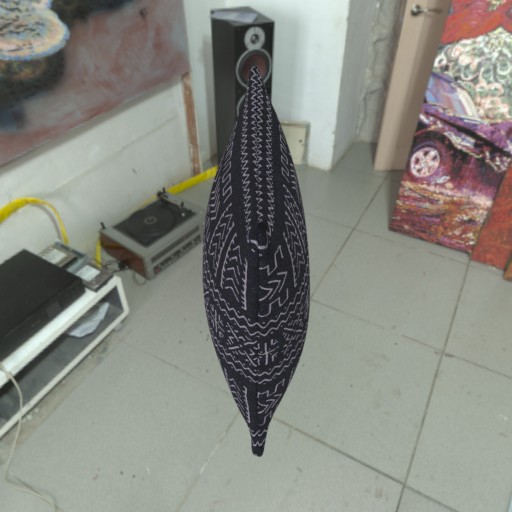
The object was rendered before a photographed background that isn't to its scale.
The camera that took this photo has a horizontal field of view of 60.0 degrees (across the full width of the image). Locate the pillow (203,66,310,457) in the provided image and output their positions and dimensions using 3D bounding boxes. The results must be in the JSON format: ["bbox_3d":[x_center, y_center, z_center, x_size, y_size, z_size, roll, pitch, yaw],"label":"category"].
[{"bbox_3d":[0.000,0.000,0.685,0.164,0.430,0.438,0,42,0],"label":"pillow"}]
